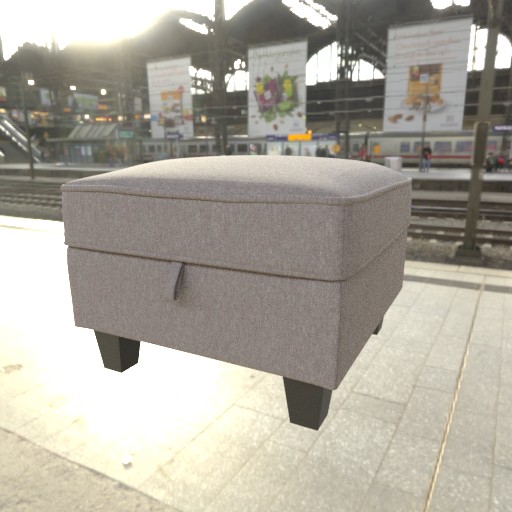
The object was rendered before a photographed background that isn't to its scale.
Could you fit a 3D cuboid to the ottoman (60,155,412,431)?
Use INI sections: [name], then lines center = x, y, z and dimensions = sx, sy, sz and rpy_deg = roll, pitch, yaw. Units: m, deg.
[ottoman]
center = 0.000, 0.000, 1.380
dimensions = 0.808, 0.612, 0.871
rpy_deg = 7, 15, 26
